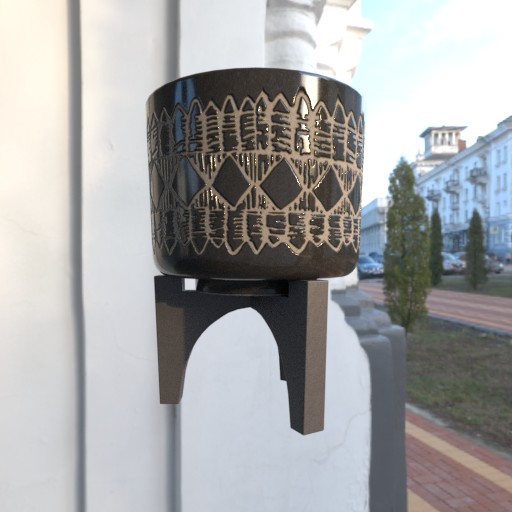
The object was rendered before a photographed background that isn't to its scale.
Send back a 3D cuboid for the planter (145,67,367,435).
[{"bbox_3d":[0.000,0.000,0.405,0.196,0.264,0.196,0,0,0],"label":"planter"}]
